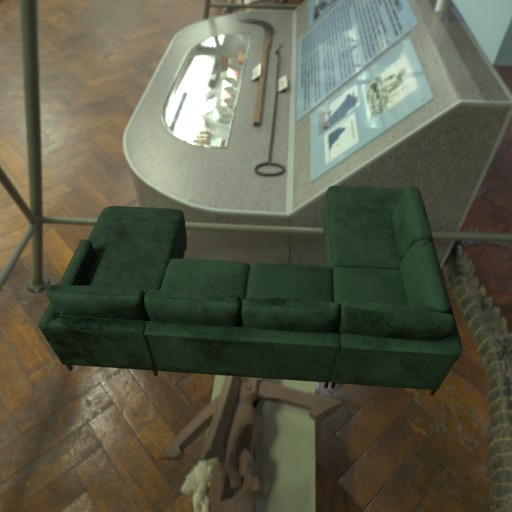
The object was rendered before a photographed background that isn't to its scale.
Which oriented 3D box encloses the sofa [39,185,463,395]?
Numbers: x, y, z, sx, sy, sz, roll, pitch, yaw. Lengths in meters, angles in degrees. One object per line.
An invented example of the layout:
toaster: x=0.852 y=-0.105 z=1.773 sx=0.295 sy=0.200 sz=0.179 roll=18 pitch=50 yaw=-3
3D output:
sofa: x=0.000 y=0.000 z=3.839 sx=2.994 sy=0.861 sz=1.992 roll=3 pitch=46 yaw=3
